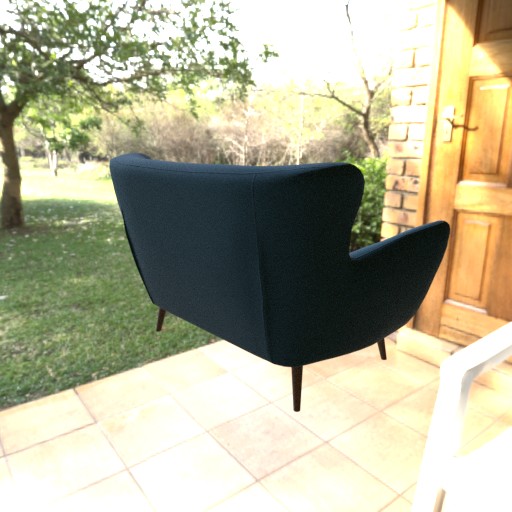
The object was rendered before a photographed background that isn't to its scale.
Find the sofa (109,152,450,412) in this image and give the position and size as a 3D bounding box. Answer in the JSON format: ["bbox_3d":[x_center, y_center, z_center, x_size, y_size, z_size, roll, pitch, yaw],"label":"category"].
[{"bbox_3d":[0.000,0.000,1.996,0.889,0.889,1.397,-14,20,-42],"label":"sofa"}]
